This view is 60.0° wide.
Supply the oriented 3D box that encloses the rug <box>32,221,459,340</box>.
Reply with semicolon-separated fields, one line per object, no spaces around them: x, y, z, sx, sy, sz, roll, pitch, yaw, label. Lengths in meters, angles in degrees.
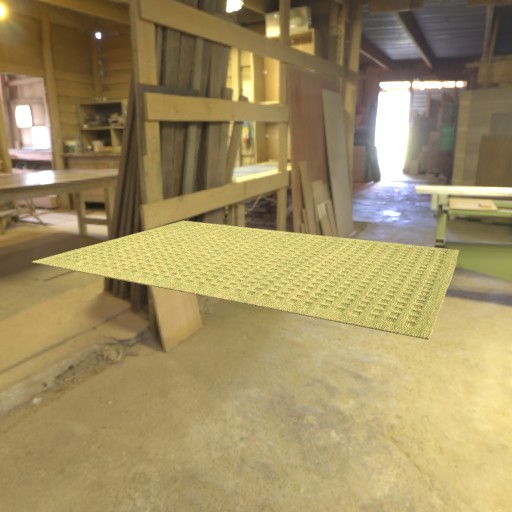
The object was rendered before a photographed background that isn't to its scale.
0.000;0.000;2.838;2.297;0.007;1.529;8;17;27;rug
